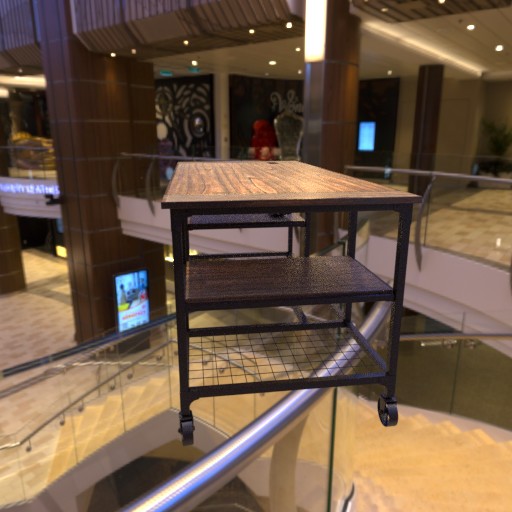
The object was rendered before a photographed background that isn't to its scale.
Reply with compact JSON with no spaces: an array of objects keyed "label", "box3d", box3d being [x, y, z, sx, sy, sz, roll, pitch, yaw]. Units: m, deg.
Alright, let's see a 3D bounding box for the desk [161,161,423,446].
[{"label":"desk","box3d":[0.000,0.000,2.021,0.711,0.751,1.590,-2,16,-8]}]
